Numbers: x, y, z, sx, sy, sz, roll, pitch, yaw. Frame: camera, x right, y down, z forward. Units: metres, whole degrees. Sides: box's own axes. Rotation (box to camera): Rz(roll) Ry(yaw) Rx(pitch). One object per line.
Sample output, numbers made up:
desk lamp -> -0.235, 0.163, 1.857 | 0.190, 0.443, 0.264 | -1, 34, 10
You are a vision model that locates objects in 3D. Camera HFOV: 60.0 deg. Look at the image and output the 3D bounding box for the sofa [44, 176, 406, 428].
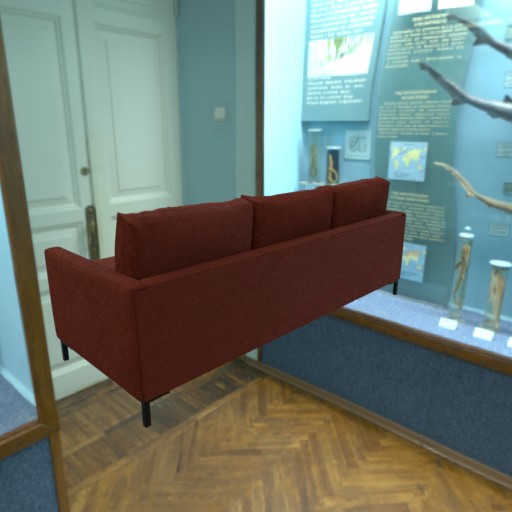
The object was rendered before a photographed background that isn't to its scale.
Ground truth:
sofa -> 0.000, 0.000, 2.759 | 0.875, 0.879, 2.252 | 15, 22, 42
